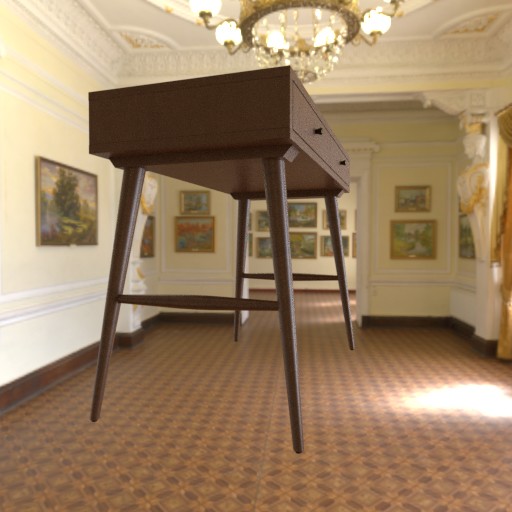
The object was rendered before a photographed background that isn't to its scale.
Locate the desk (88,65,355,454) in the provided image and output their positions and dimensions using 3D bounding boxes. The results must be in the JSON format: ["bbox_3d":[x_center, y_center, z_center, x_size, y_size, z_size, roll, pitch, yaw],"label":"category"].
[{"bbox_3d":[0.000,0.000,1.382,0.510,0.758,0.949,0,1,19],"label":"desk"}]
